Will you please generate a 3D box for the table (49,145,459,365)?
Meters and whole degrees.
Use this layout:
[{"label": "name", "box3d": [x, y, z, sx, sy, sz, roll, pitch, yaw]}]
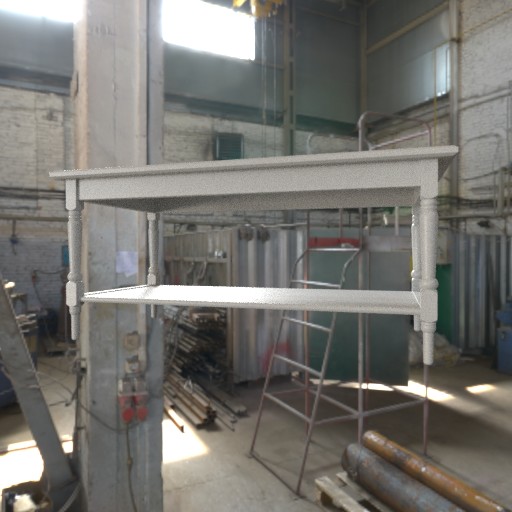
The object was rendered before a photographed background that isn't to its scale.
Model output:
[{"label": "table", "box3d": [0.000, 0.000, 1.412, 1.109, 0.506, 0.551, 0, 1, 17]}]
